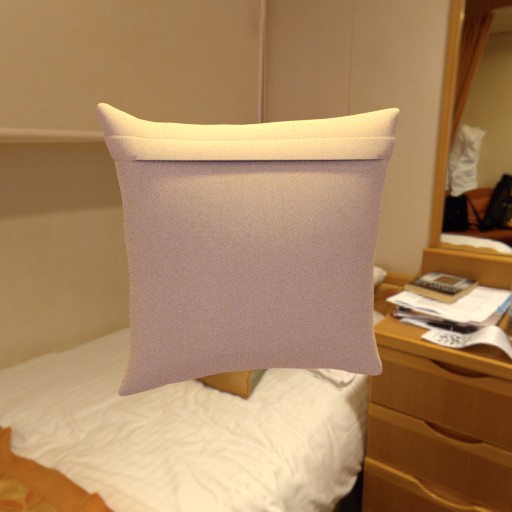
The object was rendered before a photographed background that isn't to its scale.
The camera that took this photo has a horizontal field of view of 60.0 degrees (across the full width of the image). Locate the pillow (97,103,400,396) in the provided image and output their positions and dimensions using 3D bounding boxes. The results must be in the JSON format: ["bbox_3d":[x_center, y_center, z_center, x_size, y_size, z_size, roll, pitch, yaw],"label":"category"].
[{"bbox_3d":[0.000,0.000,0.629,0.405,0.406,0.173,-2,14,-8],"label":"pillow"}]
